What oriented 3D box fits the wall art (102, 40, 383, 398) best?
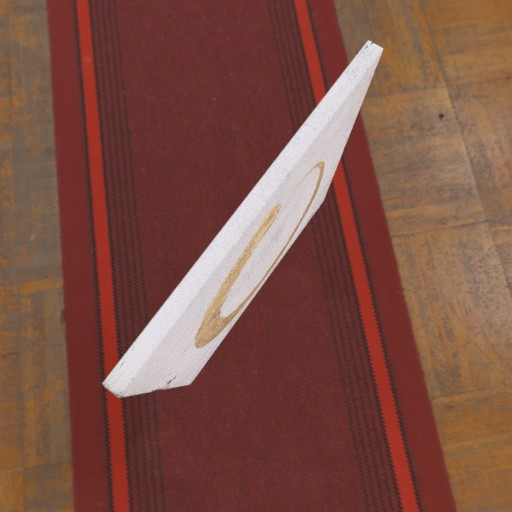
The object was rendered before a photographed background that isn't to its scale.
[{"bbox_3d":[0.000,0.000,1.112,0.038,0.762,0.762,35,78,8],"label":"wall art"}]
